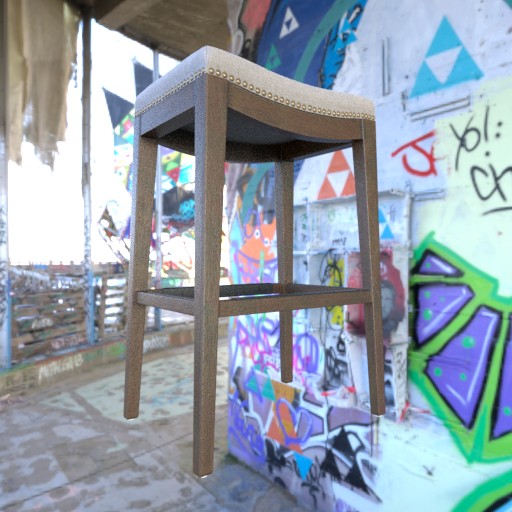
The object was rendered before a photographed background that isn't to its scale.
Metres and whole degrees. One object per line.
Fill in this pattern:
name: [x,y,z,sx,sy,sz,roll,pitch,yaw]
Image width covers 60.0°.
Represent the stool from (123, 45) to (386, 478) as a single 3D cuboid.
stool: [0.000,0.000,1.045,0.508,0.762,0.356,0,0,-37]
